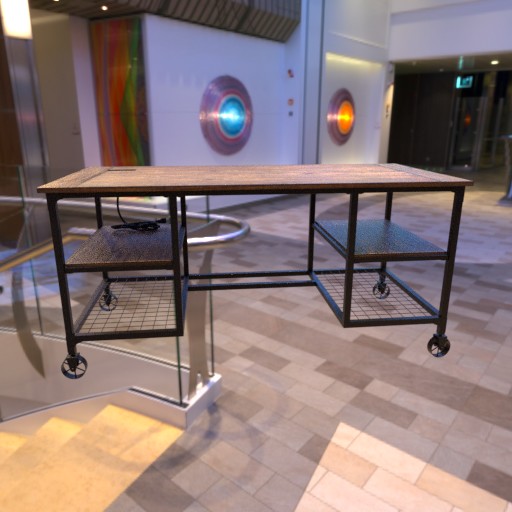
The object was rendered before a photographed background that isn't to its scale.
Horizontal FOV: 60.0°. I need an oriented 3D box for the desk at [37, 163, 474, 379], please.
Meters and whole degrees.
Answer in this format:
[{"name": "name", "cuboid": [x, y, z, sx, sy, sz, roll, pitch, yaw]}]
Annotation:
[{"name": "desk", "cuboid": [0.000, 0.000, 2.017, 1.590, 0.751, 0.711, -2, 17, -6]}]
